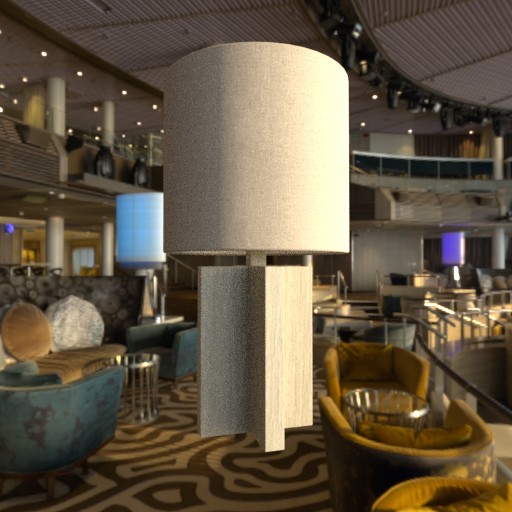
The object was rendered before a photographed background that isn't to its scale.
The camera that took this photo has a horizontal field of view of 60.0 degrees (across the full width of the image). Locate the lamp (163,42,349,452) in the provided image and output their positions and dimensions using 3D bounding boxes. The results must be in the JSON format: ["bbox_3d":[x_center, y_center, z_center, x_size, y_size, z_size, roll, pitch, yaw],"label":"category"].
[{"bbox_3d":[0.000,0.000,0.556,0.229,0.428,0.229,0,-1,-17],"label":"lamp"}]
